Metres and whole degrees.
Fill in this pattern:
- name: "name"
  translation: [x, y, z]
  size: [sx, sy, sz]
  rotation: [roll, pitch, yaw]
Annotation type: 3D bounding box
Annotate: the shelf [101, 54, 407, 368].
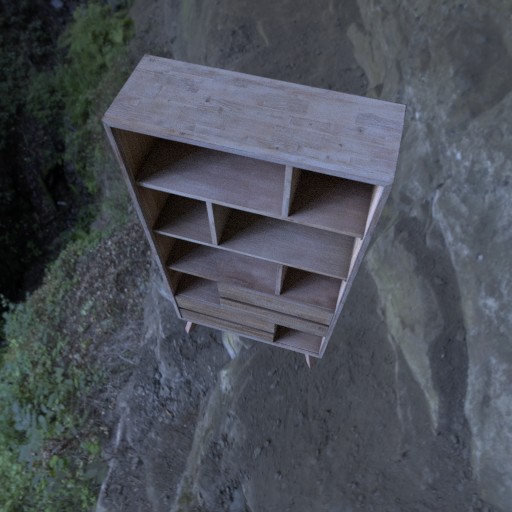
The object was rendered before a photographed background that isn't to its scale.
- name: "shelf"
  translation: [0.000, 0.000, 1.785]
  size: [0.748, 1.471, 0.308]
  rotation: [14, 61, 8]
